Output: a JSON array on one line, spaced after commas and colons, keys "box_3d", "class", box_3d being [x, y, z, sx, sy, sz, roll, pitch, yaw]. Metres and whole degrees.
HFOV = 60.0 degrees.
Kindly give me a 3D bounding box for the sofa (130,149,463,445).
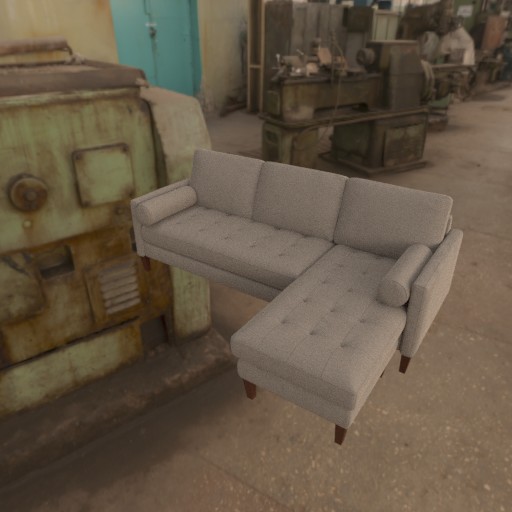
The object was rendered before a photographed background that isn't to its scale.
[{"box_3d": [0.000, 0.000, 2.874, 2.178, 0.875, 1.506, 18, 33, 30], "class": "sofa"}]
